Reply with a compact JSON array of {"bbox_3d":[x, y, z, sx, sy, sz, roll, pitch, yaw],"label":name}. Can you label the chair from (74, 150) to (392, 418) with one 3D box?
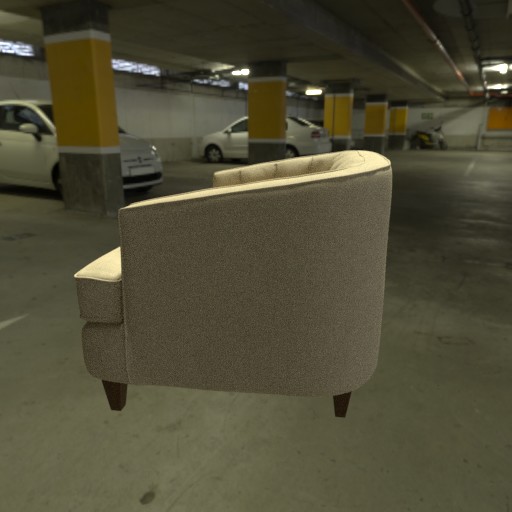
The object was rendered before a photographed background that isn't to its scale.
[{"bbox_3d":[0.000,0.000,1.728,0.914,0.787,1.118,3,16,9],"label":"chair"}]
